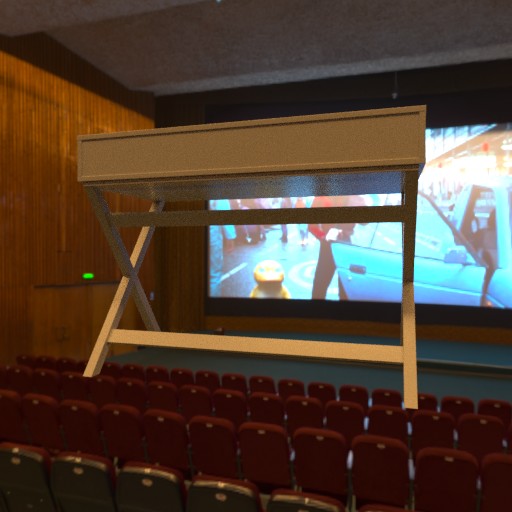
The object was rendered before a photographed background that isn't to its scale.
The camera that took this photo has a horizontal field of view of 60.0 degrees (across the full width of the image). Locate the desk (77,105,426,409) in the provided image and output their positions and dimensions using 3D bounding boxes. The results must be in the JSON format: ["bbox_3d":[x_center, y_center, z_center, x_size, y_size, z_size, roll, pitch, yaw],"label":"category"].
[{"bbox_3d":[0.000,0.000,1.528,1.059,0.780,0.509,0,1,17],"label":"desk"}]
